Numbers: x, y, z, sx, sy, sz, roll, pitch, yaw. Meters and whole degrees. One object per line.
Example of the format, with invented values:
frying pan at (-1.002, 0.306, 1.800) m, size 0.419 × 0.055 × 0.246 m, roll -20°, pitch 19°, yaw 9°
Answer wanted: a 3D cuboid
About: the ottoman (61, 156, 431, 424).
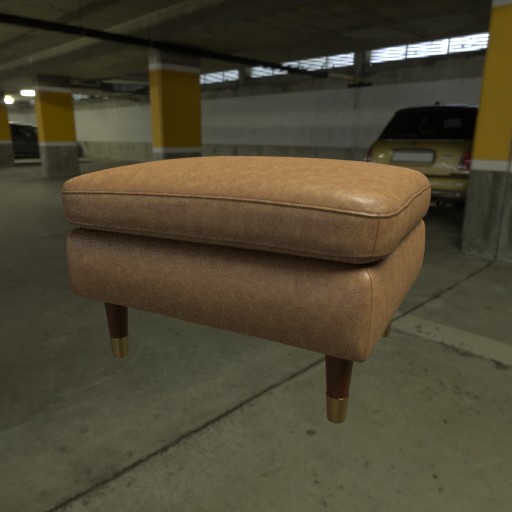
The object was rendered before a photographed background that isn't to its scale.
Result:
ottoman at (0.000, 0.000, 1.094) m, size 0.747 × 0.478 × 0.593 m, roll 8°, pitch 17°, yaw 26°
